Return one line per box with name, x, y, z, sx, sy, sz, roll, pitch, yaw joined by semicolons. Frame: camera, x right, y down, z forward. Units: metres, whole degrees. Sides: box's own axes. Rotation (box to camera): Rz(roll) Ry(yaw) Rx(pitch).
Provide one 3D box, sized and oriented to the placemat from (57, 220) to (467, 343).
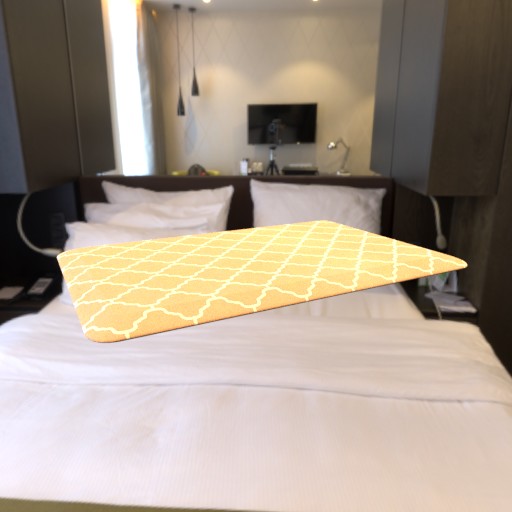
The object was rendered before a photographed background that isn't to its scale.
placemat;0.000;0.000;0.961;0.762;0.021;0.508;-8;18;-27
